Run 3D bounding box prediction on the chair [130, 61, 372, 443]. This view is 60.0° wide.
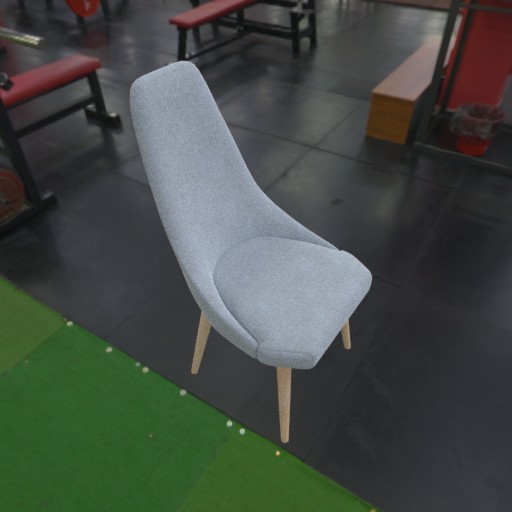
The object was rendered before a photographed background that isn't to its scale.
[{"bbox_3d":[0.000,0.000,1.414,0.660,1.040,0.510,25,48,25],"label":"chair"}]
